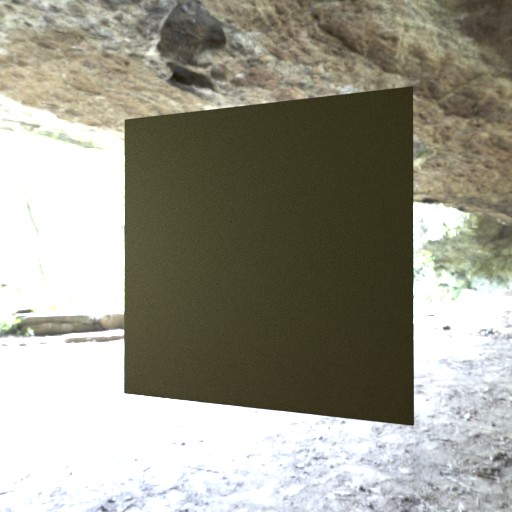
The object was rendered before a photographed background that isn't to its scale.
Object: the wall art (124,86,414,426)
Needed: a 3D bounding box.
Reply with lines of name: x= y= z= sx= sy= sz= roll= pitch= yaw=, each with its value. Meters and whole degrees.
wall art: x=0.000 y=0.000 z=0.752 sx=0.503 sy=0.506 sz=0.031 roll=0 pitch=-1 yaw=18
